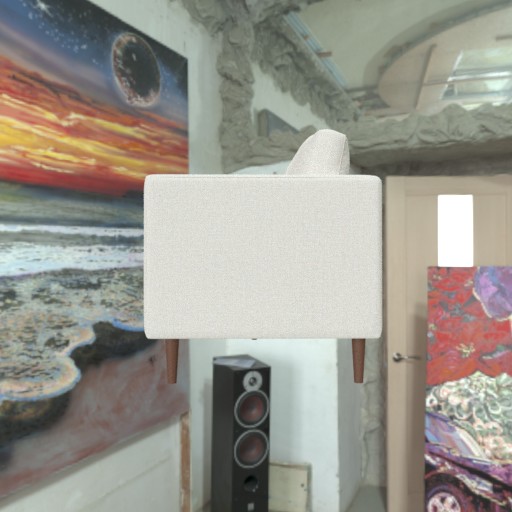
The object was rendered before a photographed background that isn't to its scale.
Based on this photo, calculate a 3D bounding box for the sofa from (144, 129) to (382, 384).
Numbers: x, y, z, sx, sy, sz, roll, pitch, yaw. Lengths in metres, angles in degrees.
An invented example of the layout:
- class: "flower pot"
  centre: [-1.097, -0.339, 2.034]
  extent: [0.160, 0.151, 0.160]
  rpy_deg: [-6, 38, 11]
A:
- class: "sofa"
  centre: [0.000, 0.000, 2.430]
  extent: [0.802, 0.912, 2.029]
  rpy_deg: [0, 0, -1]
